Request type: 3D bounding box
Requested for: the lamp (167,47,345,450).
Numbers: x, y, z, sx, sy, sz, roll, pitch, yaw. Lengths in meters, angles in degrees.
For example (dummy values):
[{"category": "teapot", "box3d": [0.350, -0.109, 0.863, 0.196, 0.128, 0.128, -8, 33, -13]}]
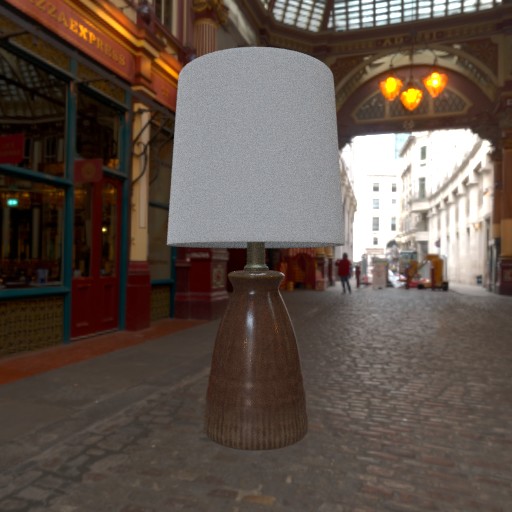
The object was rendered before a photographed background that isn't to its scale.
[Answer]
[{"category": "lamp", "box3d": [0.000, 0.000, 0.473, 0.186, 0.369, 0.186, 0, -1, 0]}]
